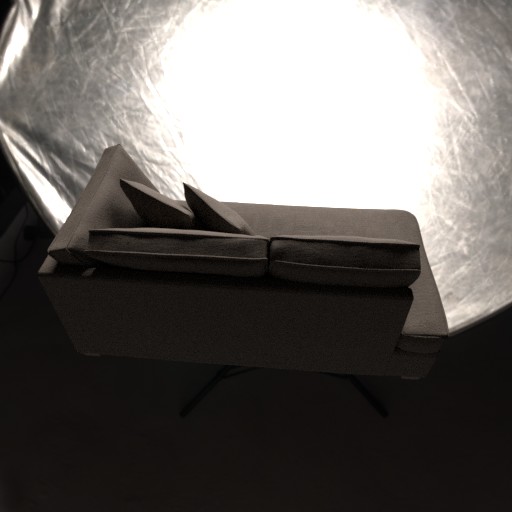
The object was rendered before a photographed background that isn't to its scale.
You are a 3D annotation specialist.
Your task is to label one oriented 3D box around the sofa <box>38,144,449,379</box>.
[{"bbox_3d":[0.000,0.000,2.853,2.237,1.033,1.110,3,46,3],"label":"sofa"}]
